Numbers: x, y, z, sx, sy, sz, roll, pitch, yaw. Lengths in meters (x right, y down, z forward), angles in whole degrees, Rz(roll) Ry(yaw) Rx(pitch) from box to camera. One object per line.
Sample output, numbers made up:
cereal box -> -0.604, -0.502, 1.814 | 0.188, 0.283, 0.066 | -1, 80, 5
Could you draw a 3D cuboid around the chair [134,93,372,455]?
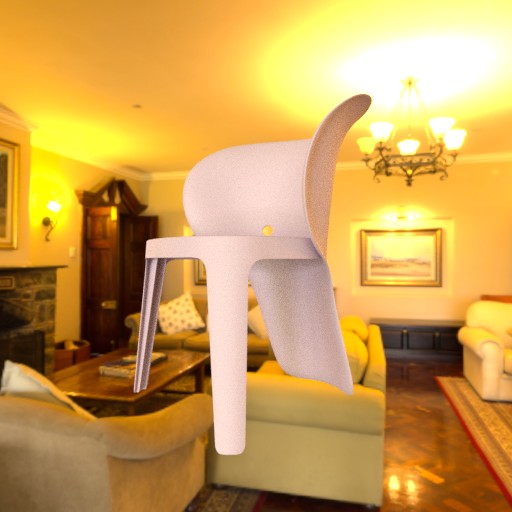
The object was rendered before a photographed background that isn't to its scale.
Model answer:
chair -> 0.000, 0.000, 0.858 | 0.402, 0.554, 0.451 | 0, -1, -34
